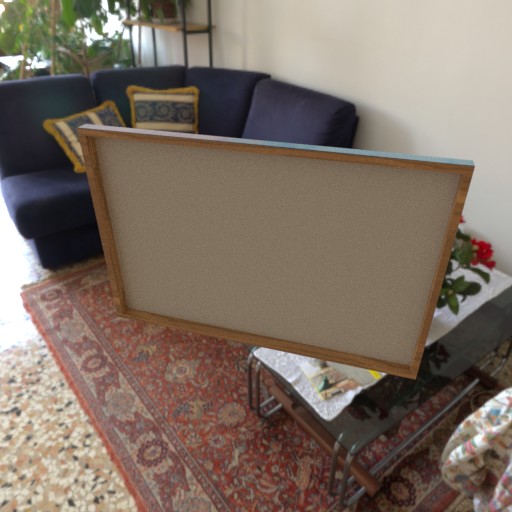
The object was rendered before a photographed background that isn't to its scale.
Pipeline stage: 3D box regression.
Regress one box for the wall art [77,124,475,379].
[{"bbox_3d":[0.000,0.000,1.159,0.911,0.605,0.037,9,34,14],"label":"wall art"}]
